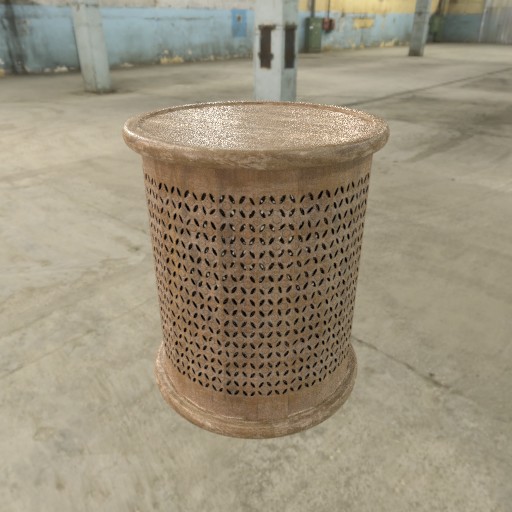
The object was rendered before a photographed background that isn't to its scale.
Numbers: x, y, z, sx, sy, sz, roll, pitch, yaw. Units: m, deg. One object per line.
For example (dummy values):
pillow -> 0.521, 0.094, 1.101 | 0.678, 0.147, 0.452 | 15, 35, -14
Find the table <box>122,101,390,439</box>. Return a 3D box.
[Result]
table -> 0.000, 0.000, 0.803 | 0.407, 0.482, 0.407 | 0, 27, 0
